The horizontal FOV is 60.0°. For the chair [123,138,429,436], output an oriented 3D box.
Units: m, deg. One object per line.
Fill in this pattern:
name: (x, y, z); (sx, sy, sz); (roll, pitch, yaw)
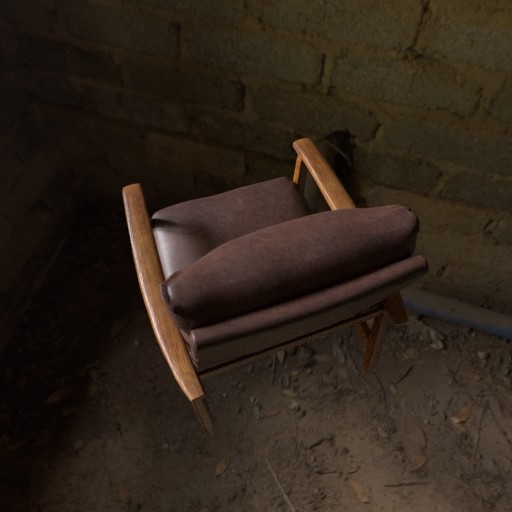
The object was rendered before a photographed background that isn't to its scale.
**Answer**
chair: (0.000, 0.000, 1.508); (0.782, 0.897, 0.830); (-17, 60, -11)
